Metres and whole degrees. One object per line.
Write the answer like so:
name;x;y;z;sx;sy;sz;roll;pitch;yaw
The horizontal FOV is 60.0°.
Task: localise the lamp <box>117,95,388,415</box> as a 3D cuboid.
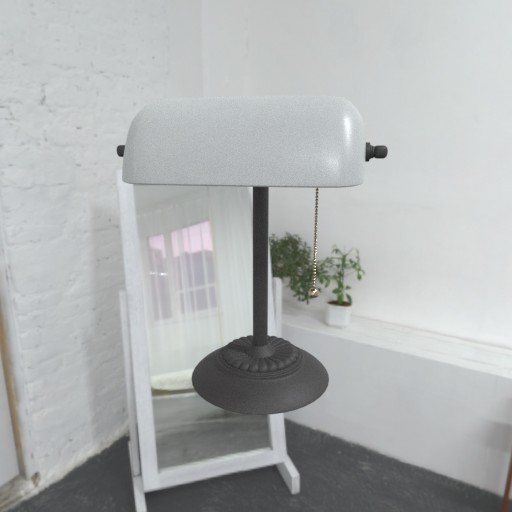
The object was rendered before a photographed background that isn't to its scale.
lamp;0.000;0.000;0.511;0.264;0.339;0.243;3;15;10
